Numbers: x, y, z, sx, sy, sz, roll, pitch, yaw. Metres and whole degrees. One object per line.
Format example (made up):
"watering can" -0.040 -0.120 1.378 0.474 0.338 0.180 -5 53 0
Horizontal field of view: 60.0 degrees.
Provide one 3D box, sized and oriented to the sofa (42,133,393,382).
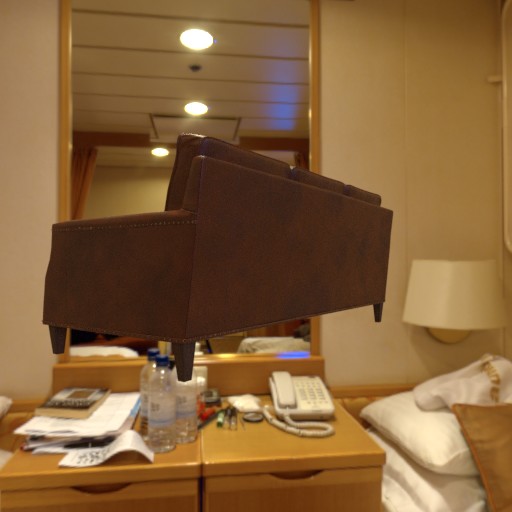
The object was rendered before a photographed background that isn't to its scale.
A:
"sofa" 0.000 0.000 2.824 1.084 1.003 2.240 -1 -1 36
